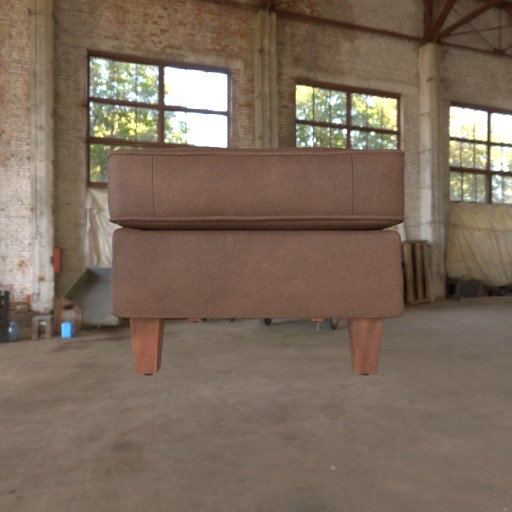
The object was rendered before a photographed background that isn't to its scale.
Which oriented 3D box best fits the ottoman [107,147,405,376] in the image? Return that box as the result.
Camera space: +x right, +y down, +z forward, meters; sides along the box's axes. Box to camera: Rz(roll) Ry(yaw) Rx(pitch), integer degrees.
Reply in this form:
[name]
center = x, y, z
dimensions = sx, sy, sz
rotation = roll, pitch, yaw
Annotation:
[ottoman]
center = 0.000, 0.000, 1.251
dimensions = 0.596, 0.481, 0.860
rotation = 0, 0, 0
